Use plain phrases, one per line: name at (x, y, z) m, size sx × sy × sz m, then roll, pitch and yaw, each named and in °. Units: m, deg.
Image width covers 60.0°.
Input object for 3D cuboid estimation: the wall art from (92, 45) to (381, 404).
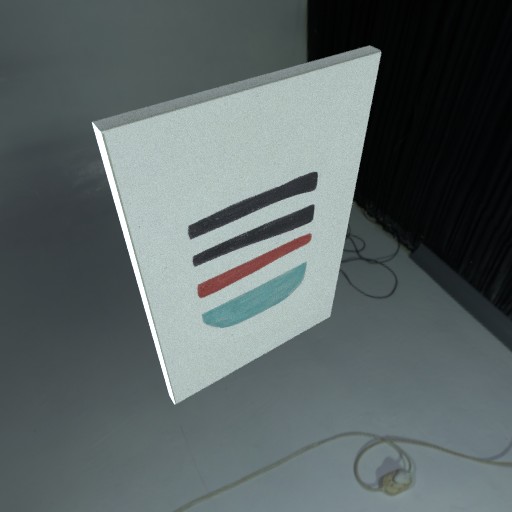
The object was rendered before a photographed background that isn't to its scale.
wall art at (0.000, 0.000, 1.144) m, size 0.607 × 0.912 × 0.038 m, roll -25°, pitch 50°, yaw -23°
